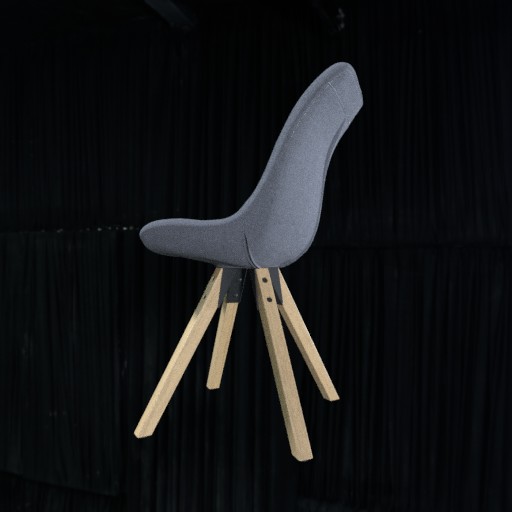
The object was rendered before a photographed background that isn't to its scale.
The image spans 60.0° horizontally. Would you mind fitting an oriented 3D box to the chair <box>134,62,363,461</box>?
[{"bbox_3d":[0.000,0.000,1.175,0.550,0.850,0.485,0,-1,18],"label":"chair"}]
